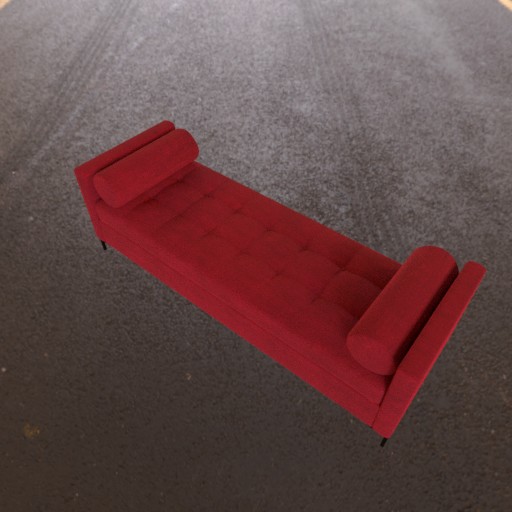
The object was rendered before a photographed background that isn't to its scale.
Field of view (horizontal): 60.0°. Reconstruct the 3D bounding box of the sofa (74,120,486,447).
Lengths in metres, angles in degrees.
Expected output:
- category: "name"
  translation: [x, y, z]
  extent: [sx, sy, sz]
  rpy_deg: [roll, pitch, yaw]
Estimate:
- category: "sofa"
  translation: [0.000, 0.000, 2.336]
  extent: [1.981, 0.635, 0.686]
  rpy_deg: [30, 53, 26]
